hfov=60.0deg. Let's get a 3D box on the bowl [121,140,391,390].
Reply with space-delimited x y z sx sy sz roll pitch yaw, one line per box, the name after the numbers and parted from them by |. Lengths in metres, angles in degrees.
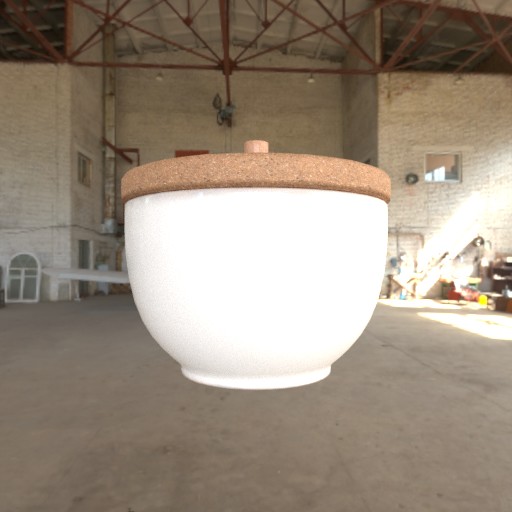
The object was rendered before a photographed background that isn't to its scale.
0.000 0.000 0.217 0.126 0.110 0.126 0 0 0 | bowl
